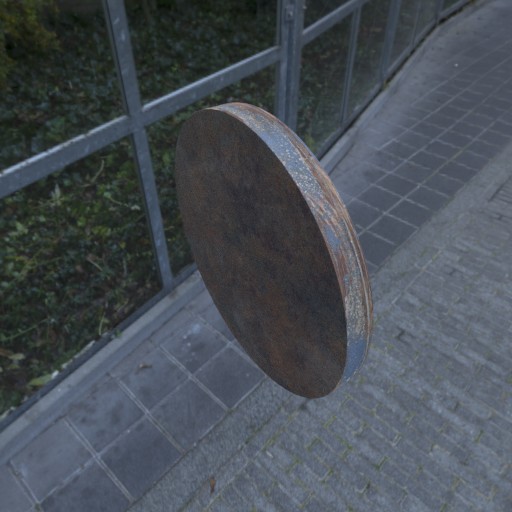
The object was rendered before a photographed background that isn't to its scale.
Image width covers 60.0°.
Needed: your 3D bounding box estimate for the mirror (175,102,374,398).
[{"bbox_3d":[0.000,0.000,0.885,0.061,0.585,0.585,-24,47,-25],"label":"mirror"}]
